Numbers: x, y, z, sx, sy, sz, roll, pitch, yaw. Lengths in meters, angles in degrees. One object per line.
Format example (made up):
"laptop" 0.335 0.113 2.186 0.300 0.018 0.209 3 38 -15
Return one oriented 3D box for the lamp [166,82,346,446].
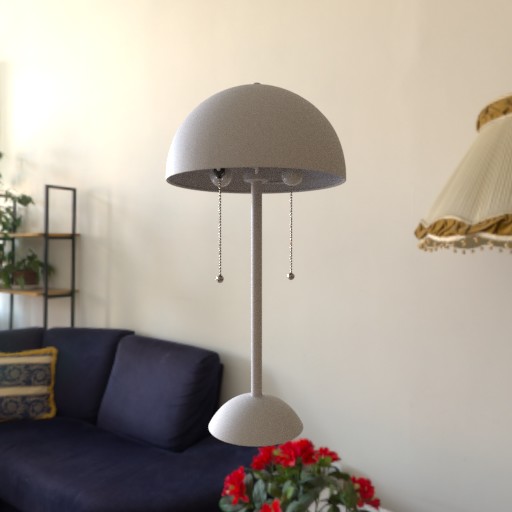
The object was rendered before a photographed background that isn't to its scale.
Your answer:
"lamp" 0.000 0.000 0.429 0.171 0.330 0.171 0 1 0
